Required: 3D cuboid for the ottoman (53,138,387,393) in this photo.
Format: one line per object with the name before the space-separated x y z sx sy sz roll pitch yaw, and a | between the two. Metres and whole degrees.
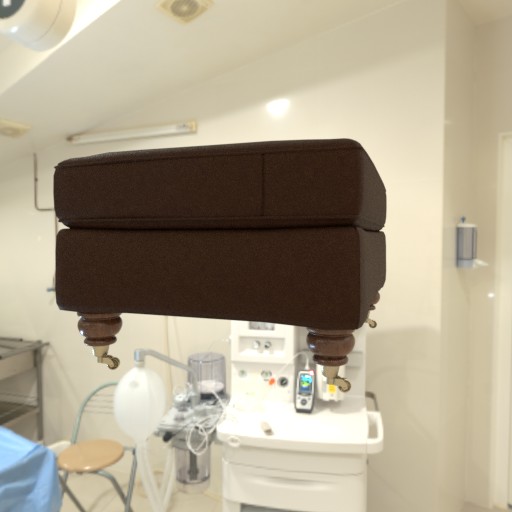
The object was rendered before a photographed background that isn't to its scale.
ottoman | 0.000 0.000 1.795 0.967 0.730 1.187 1 3 19
